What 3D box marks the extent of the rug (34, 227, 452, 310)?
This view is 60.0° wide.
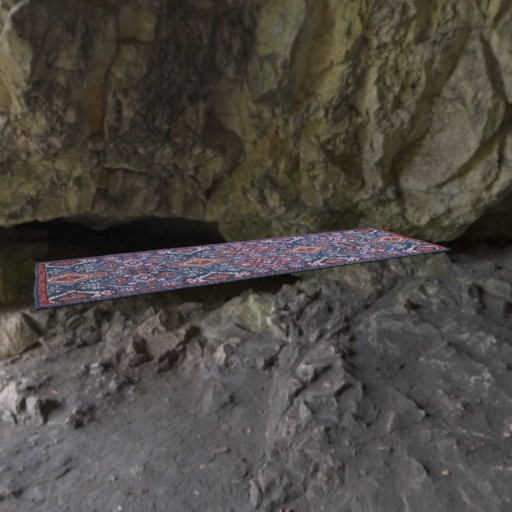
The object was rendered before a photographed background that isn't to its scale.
[{"bbox_3d":[0.000,0.000,2.730,2.459,0.010,0.801,-7,16,-24],"label":"rug"}]
